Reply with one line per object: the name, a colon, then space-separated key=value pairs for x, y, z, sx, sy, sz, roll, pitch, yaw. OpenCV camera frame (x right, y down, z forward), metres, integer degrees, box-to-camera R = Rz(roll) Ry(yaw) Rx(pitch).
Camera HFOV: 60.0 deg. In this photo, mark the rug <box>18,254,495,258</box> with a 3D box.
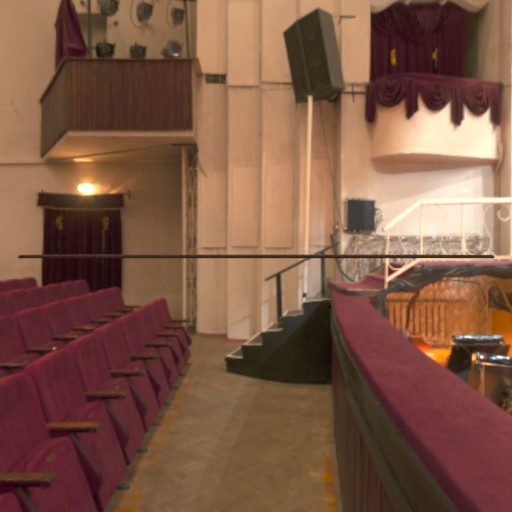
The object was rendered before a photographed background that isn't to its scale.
rug: x=0.000 y=0.000 z=2.082 sx=1.676 sy=0.013 sz=1.067 roll=0 pitch=0 yaw=-1
